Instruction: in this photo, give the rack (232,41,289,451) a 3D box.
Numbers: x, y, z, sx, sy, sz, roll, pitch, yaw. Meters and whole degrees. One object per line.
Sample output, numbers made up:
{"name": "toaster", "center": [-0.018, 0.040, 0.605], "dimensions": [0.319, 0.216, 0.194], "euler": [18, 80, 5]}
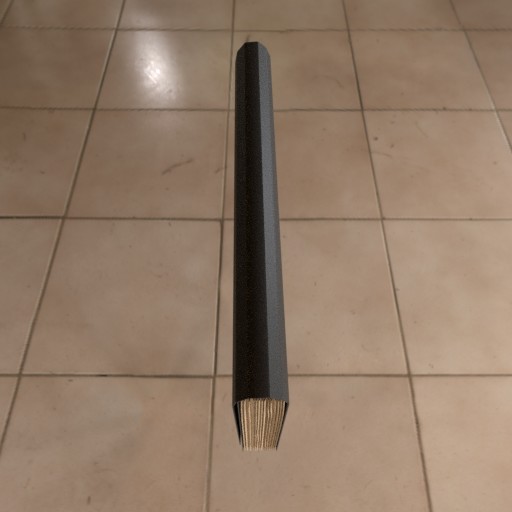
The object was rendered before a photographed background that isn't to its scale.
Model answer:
{"name": "rack", "center": [0.000, 0.000, 0.441], "dimensions": [0.041, 0.241, 0.330], "euler": [-1, 60, -1]}
